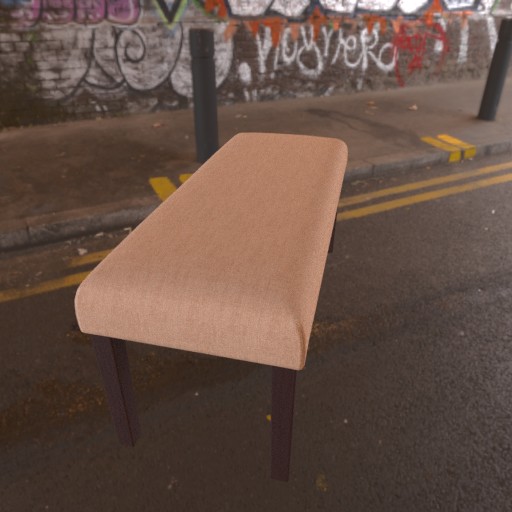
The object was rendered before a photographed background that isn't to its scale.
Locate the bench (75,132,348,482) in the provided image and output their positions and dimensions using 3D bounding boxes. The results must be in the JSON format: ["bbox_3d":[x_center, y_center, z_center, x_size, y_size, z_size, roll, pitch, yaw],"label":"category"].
[{"bbox_3d":[0.000,0.000,1.226,0.407,0.456,1.013,7,31,12],"label":"bench"}]
